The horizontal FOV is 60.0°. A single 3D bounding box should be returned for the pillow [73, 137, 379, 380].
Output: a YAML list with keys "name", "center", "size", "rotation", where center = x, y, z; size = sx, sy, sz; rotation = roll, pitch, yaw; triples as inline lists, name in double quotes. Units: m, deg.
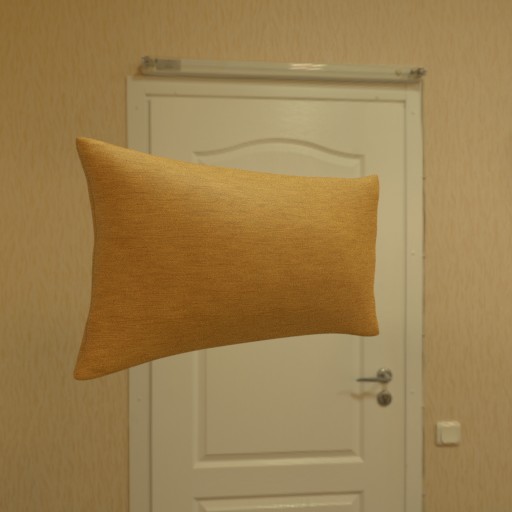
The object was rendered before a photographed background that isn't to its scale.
- name: "pillow"
  center: [0.000, 0.000, 0.809]
  size: [0.634, 0.354, 0.210]
  rotation: [0, 1, -33]
